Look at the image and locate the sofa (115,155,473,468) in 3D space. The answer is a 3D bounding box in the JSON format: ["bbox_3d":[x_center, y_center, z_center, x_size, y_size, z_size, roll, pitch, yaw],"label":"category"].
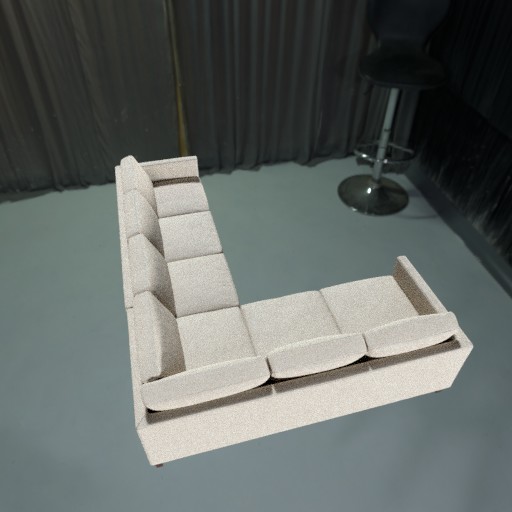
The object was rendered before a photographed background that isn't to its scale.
[{"bbox_3d":[0.000,0.000,4.255,2.432,0.863,3.182,-10,44,-11],"label":"sofa"}]
